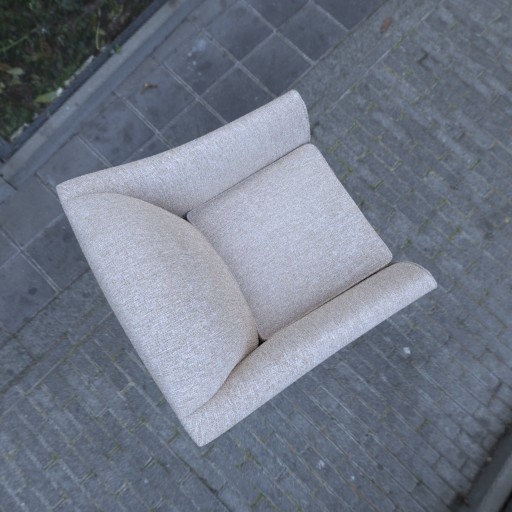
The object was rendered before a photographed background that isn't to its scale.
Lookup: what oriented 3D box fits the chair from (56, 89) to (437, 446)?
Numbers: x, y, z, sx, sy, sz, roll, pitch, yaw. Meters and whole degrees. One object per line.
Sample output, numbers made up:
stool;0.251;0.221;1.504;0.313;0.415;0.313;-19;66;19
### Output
chair;0.000;0.000;1.414;0.787;0.839;0.763;-31;78;-7
